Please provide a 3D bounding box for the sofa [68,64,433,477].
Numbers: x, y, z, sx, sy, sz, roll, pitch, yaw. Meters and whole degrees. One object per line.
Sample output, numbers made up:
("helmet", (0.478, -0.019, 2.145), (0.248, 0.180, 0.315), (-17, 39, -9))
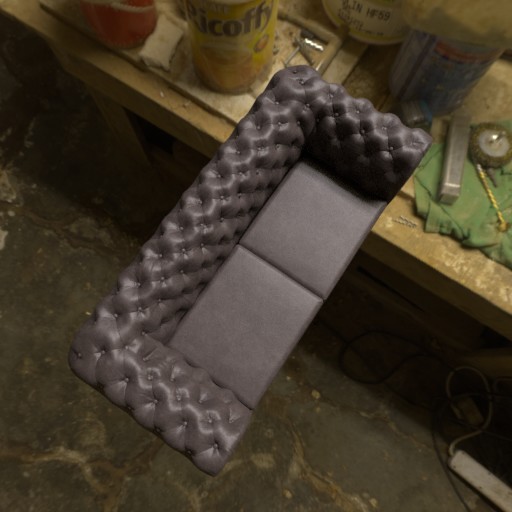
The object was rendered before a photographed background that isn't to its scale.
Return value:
("sofa", (0.000, 0.000, 2.514), (0.944, 0.779, 2.048), (33, 78, 8))
